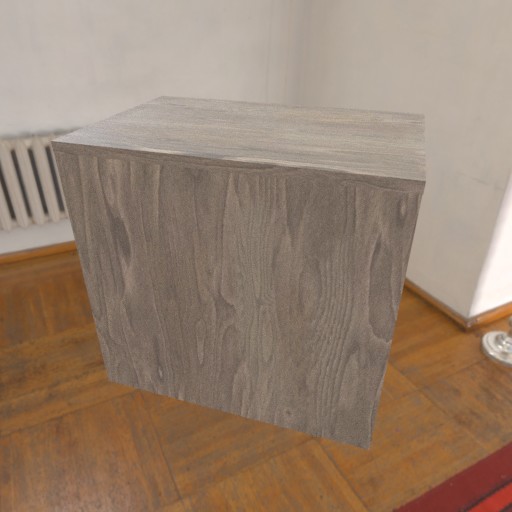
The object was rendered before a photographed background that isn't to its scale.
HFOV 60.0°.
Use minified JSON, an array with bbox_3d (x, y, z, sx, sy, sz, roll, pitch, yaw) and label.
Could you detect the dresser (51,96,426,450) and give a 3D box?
[{"bbox_3d":[0.000,0.000,1.311,0.809,0.762,0.529,9,32,15],"label":"dresser"}]
